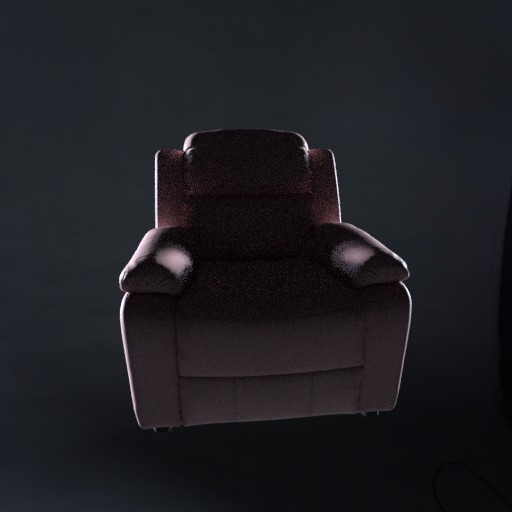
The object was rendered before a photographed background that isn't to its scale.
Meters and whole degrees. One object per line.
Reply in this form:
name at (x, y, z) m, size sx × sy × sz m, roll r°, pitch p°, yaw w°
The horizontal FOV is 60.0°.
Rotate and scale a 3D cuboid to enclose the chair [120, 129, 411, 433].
chair at (0.000, 0.000, 1.282) m, size 0.680 × 0.702 × 0.709 m, roll -2°, pitch 17°, yaw -6°
